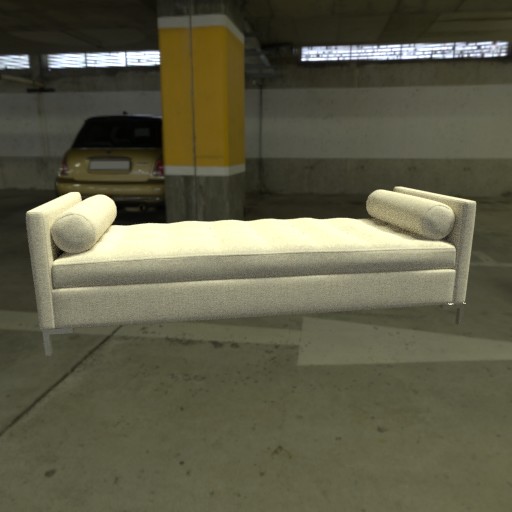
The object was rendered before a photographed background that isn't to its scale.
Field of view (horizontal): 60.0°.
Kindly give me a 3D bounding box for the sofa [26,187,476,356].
[{"bbox_3d":[0.000,0.000,2.441,2.102,0.655,0.797,-2,14,-9],"label":"sofa"}]
